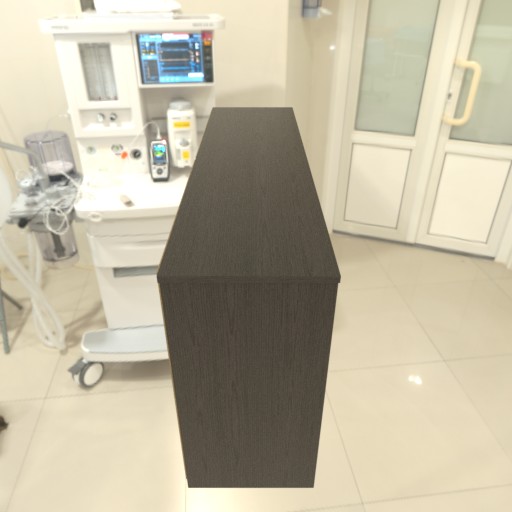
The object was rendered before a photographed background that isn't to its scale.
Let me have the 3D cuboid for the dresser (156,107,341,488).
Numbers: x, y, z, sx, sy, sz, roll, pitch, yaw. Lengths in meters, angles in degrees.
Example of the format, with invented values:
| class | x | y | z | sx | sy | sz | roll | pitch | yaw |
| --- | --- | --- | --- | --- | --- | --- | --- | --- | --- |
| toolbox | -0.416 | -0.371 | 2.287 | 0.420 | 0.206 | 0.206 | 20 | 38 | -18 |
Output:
| class | x | y | z | sx | sy | sz | roll | pitch | yaw |
| --- | --- | --- | --- | --- | --- | --- | --- | --- | --- |
| dresser | 0.000 | 0.000 | 1.650 | 0.401 | 0.755 | 1.360 | 0 | 32 | 0 |
